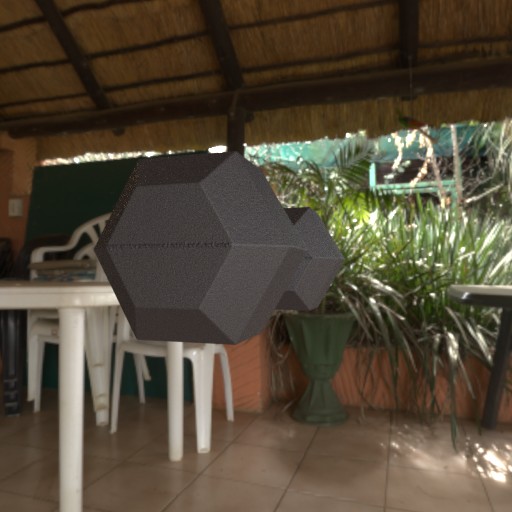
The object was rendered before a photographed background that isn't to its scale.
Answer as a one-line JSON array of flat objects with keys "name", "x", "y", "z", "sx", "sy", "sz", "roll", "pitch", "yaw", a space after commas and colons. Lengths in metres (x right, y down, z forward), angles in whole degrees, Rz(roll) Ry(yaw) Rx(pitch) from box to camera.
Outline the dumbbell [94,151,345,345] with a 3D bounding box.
[{"name": "dumbbell", "x": 0.000, "y": 0.000, "z": 0.361, "sx": 0.116, "sy": 0.101, "sz": 0.297, "roll": -1, "pitch": -2, "yaw": 17}]
